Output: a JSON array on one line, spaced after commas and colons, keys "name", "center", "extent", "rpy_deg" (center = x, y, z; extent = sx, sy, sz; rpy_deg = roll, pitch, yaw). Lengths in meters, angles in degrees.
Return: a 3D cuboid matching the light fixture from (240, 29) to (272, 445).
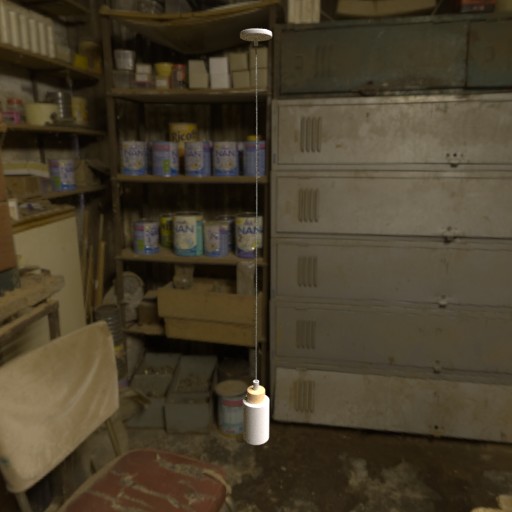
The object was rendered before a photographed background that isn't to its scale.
[{"name": "light fixture", "center": [0.000, 0.000, 1.944], "extent": [0.125, 1.798, 0.125], "rpy_deg": [3, 13, 11]}]
